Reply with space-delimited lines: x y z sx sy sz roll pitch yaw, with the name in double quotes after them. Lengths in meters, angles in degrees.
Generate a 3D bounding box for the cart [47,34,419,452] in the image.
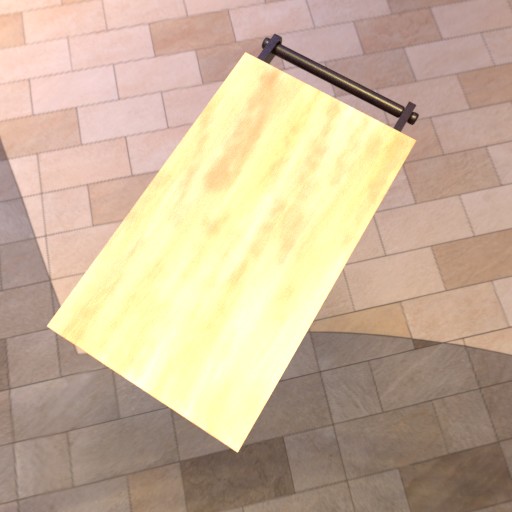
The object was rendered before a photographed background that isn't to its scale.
0.000 0.000 1.416 0.472 0.878 0.914 30 77 8 "cart"
